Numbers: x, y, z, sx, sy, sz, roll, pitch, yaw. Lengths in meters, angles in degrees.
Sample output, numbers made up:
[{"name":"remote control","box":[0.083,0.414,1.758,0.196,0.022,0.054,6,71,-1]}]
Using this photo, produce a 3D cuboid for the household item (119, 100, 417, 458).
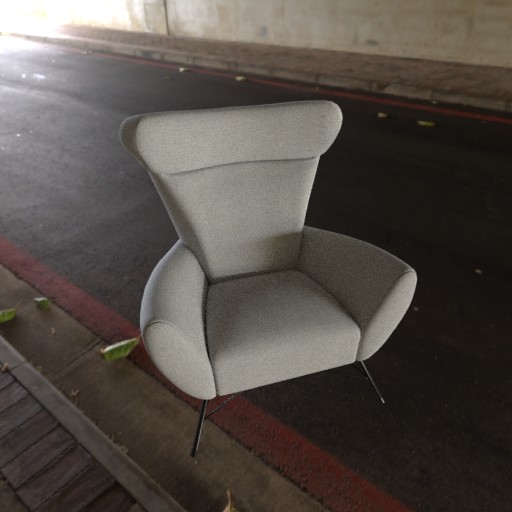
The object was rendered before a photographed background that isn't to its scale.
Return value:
[{"name":"household item","box":[0.000,0.000,1.802,0.980,1.050,0.900,-10,33,-15]}]
